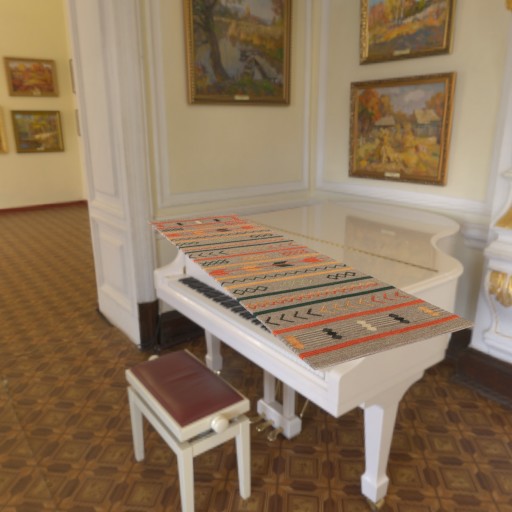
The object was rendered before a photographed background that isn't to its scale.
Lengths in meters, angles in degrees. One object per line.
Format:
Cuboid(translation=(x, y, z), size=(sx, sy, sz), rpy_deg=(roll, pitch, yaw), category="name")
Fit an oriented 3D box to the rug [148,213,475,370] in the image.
Cuboid(translation=(0.000, 0.000, 2.606), size=(0.744, 0.022, 2.419), rpy_deg=(-8, 18, -24), category="rug")
